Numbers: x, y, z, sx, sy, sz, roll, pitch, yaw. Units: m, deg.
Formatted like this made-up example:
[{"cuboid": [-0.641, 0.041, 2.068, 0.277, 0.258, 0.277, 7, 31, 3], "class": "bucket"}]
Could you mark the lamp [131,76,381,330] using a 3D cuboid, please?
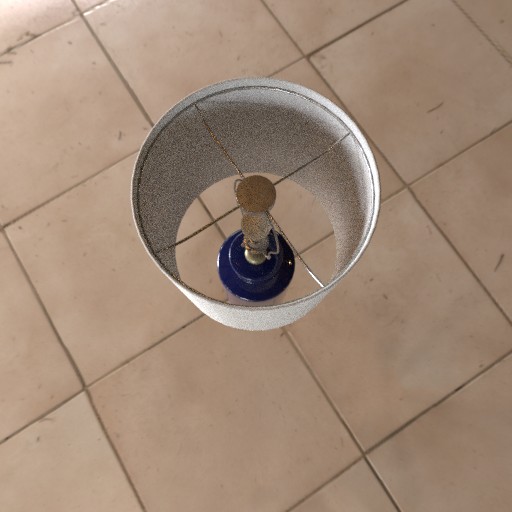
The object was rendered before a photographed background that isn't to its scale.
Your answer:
[{"cuboid": [0.000, 0.000, 0.613, 0.212, 0.493, 0.212, -33, 78, -8], "class": "lamp"}]
